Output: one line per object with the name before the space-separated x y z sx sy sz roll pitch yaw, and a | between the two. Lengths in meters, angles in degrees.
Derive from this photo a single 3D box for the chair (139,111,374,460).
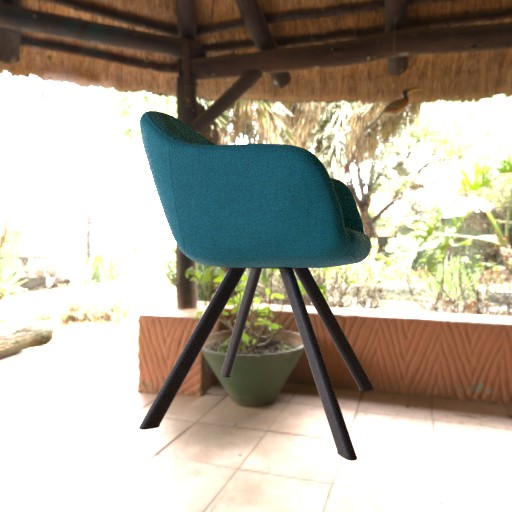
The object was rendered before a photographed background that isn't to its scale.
chair | 0.000 0.000 1.155 0.565 0.775 0.545 0 0 19
